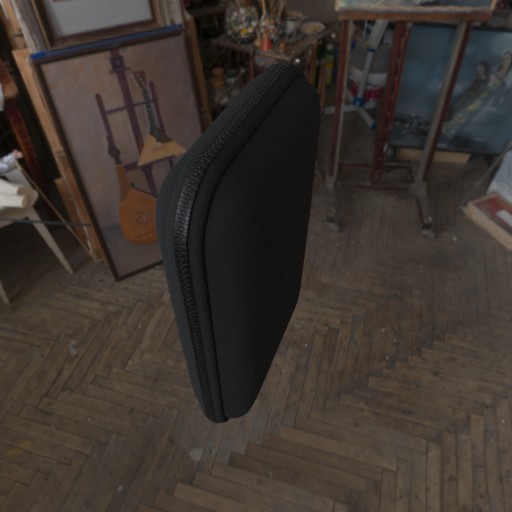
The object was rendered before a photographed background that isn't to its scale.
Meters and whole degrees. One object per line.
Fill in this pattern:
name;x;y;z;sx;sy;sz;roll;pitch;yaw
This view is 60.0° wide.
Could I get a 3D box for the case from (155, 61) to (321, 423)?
case;0.000;0.000;0.191;0.030;0.147;0.107;17;50;15
